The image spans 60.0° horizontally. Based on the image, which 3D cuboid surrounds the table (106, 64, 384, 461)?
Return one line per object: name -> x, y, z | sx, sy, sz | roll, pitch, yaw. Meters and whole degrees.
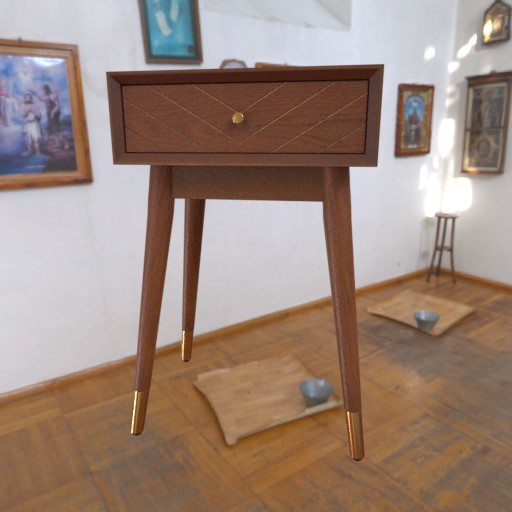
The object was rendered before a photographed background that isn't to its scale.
table -> 0.000, 0.000, 0.813 | 0.406, 0.599, 0.300 | 2, 15, 9
